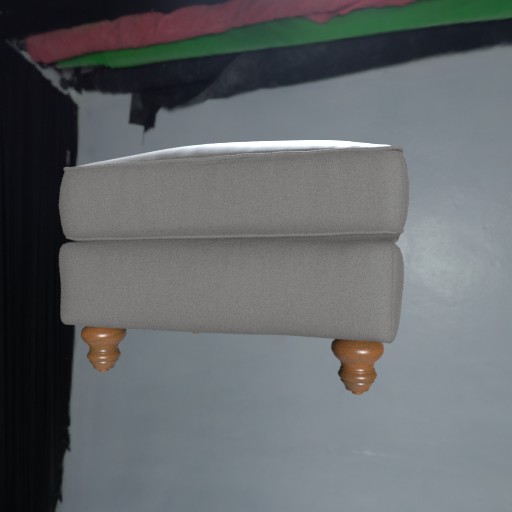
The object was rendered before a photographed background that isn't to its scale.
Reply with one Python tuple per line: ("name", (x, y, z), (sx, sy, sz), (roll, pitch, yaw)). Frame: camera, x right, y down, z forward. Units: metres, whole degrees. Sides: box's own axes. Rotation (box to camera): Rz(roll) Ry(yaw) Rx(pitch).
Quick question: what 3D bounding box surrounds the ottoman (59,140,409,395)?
("ottoman", (0.000, 0.000, 1.128), (0.721, 0.505, 0.662), (0, 0, 17))
